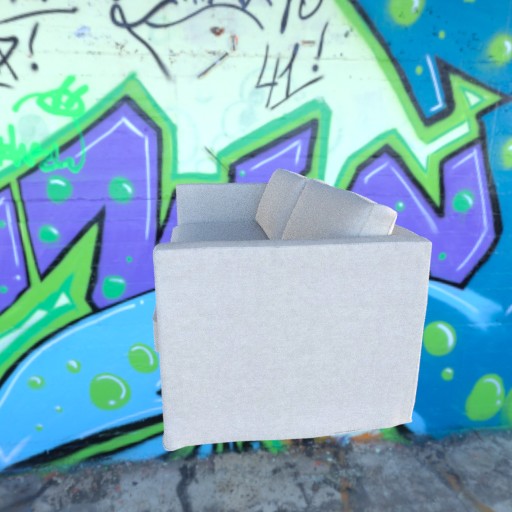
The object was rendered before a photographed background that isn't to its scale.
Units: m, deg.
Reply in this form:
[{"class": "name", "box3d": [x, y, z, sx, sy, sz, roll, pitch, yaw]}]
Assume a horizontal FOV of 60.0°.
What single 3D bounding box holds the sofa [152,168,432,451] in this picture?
[{"class": "sofa", "box3d": [0.000, 0.000, 2.405, 0.962, 0.835, 1.959, -2, 15, -7]}]
